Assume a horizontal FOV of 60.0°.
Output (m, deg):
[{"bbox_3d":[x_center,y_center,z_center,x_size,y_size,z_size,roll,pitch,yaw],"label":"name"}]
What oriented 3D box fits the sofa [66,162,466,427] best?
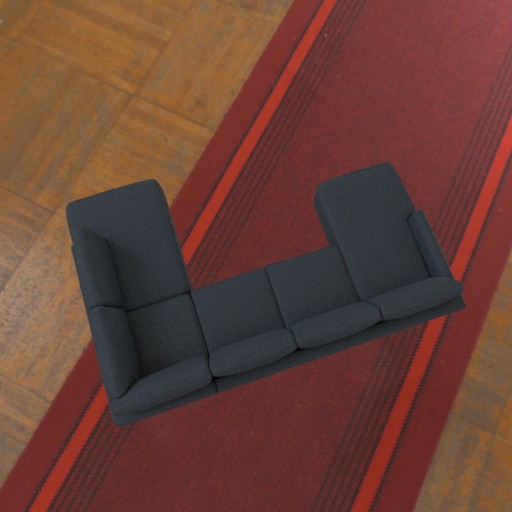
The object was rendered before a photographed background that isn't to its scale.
[{"bbox_3d":[0.000,0.000,3.871,2.975,0.858,1.984,-18,76,-5],"label":"sofa"}]
